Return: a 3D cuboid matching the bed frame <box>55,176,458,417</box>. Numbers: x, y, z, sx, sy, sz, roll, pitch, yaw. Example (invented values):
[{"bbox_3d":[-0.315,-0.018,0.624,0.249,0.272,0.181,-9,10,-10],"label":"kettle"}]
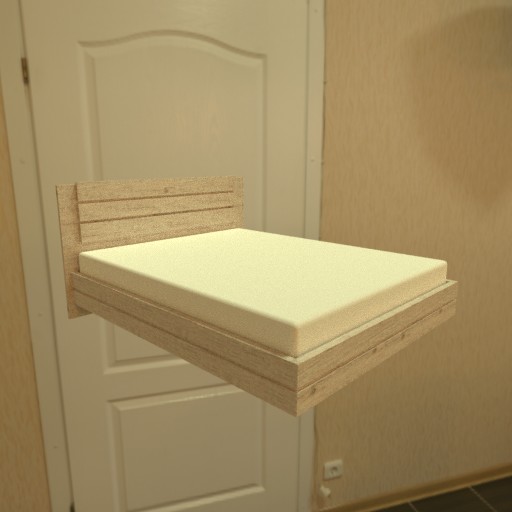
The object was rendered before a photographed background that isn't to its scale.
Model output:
[{"bbox_3d":[0.000,0.000,3.001,2.080,0.970,1.750,12,17,43],"label":"bed frame"}]
